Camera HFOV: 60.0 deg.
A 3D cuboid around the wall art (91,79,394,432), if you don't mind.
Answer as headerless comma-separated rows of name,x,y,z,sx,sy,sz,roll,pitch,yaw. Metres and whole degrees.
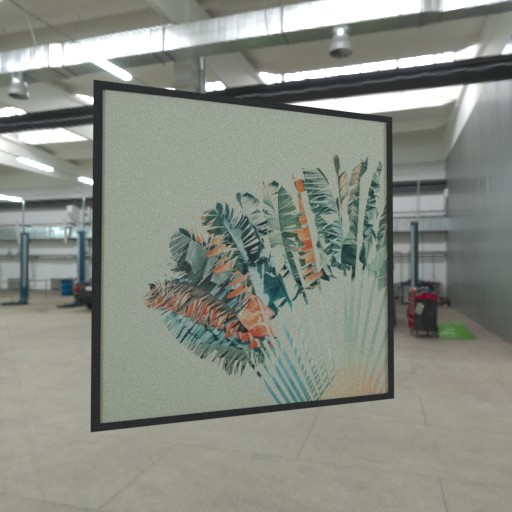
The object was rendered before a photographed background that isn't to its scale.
wall art,0.000,0.000,0.735,0.509,0.507,0.037,0,-1,-19
